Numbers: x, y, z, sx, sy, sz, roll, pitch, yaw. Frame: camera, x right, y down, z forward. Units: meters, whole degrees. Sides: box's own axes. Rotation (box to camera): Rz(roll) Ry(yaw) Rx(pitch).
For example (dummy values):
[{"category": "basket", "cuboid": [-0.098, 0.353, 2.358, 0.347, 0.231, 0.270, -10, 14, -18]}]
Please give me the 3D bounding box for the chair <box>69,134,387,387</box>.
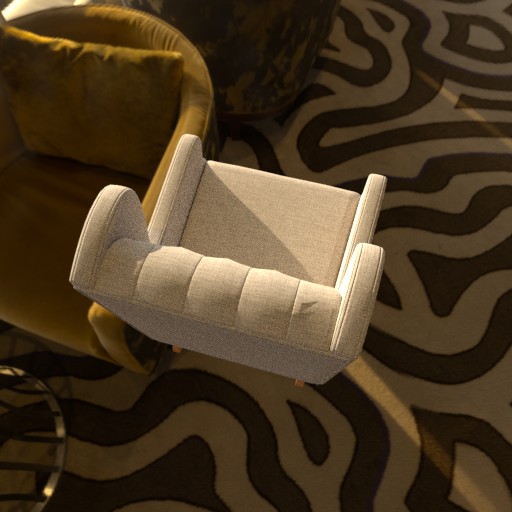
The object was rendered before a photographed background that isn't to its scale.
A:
[{"category": "chair", "cuboid": [0.000, 0.000, 1.439, 0.710, 0.930, 0.760, 14, 64, 7]}]
